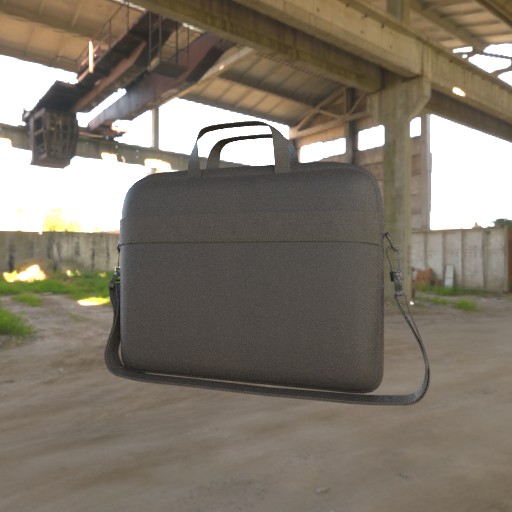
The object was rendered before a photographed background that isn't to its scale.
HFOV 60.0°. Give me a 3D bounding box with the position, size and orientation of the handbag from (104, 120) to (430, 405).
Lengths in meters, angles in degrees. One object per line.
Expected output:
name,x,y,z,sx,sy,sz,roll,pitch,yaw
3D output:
handbag,0.000,0.000,0.591,0.429,0.330,0.126,0,0,19
